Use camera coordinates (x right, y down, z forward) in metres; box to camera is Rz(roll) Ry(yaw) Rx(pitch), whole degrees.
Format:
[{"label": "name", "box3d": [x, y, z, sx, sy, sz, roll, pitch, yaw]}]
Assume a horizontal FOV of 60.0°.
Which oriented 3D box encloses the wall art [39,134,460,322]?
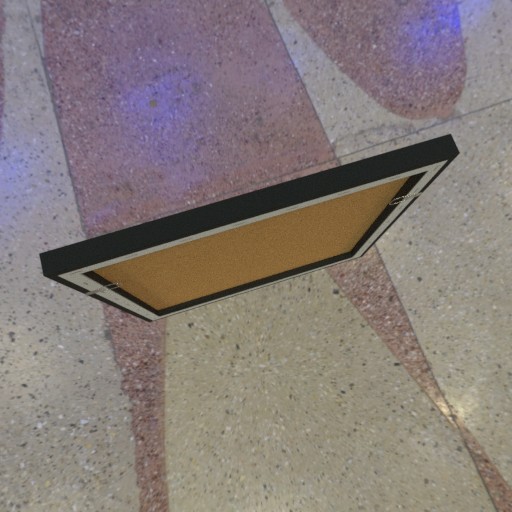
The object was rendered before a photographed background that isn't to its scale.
[{"label": "wall art", "box3d": [0.000, 0.000, 1.142, 0.758, 0.758, 0.044, -17, 76, -4]}]
